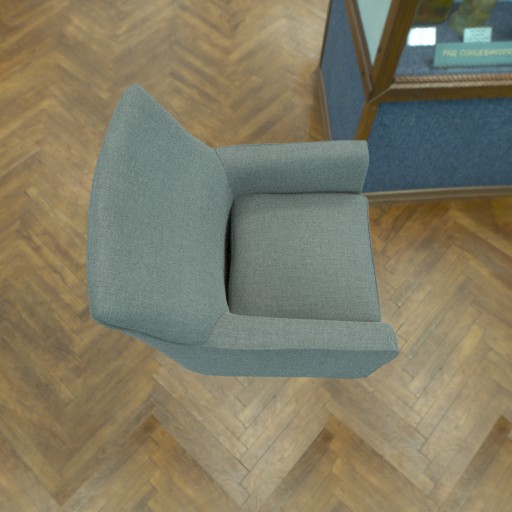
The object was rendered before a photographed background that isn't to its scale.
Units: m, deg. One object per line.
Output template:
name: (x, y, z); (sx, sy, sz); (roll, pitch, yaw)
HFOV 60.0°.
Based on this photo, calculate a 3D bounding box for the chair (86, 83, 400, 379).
chair: (0.000, 0.000, 1.799); (0.993, 1.047, 0.887); (-1, 64, 0)
